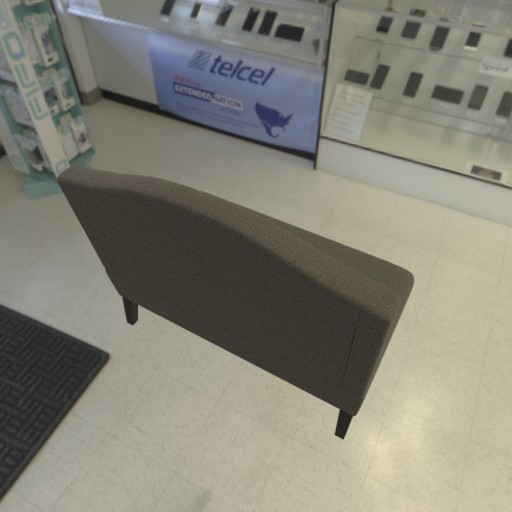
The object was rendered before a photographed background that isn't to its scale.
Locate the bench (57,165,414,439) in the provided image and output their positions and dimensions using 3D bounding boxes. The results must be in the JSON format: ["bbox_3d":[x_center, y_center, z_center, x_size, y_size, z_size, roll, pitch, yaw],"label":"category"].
[{"bbox_3d":[0.000,0.000,2.013,1.335,1.180,0.815,23,51,20],"label":"bench"}]
